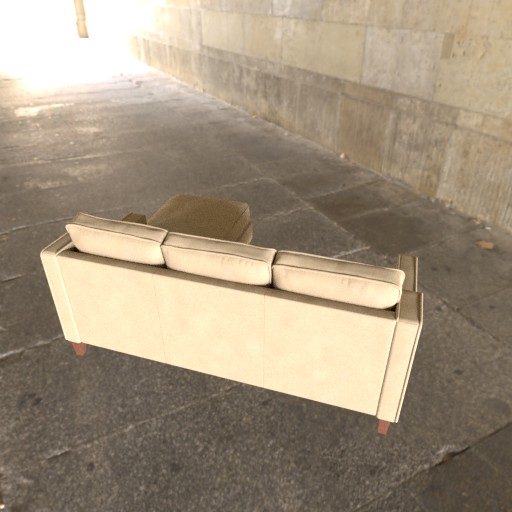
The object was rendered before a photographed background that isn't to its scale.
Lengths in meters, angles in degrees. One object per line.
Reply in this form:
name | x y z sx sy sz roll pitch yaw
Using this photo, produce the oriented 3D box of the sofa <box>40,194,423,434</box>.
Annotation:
sofa | 0.000 0.000 3.407 2.317 1.066 1.858 10 32 15
